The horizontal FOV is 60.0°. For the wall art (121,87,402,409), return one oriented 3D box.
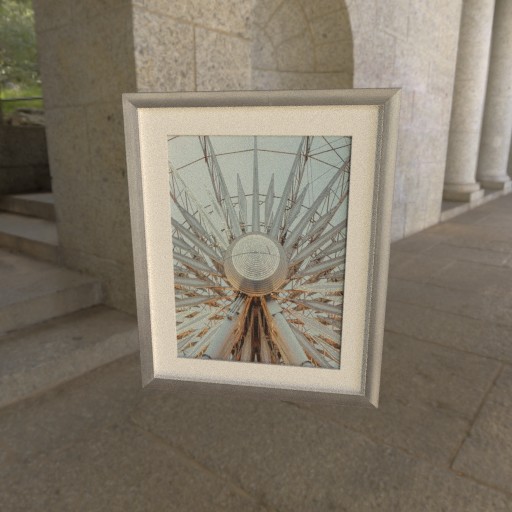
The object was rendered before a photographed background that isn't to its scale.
[{"bbox_3d":[0.000,0.000,0.795,0.458,0.558,0.029,2,14,9],"label":"wall art"}]
